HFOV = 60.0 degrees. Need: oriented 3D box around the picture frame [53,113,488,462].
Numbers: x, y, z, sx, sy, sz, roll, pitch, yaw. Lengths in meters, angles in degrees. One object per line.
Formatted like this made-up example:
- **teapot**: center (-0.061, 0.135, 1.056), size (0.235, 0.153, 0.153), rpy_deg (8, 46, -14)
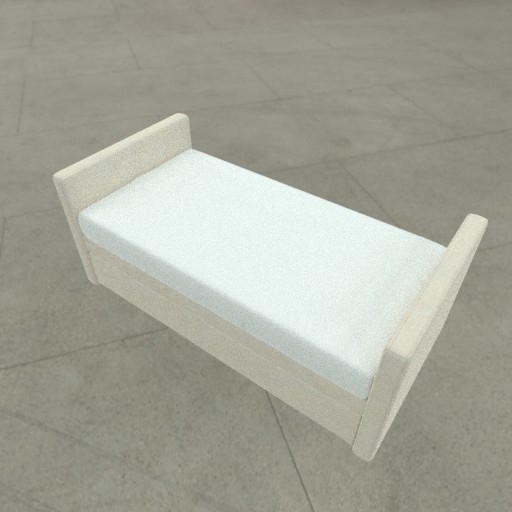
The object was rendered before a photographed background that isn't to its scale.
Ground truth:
- **picture frame**: center (0.000, 0.000, 2.690), size (2.161, 0.891, 1.069), rpy_deg (26, 48, 26)
